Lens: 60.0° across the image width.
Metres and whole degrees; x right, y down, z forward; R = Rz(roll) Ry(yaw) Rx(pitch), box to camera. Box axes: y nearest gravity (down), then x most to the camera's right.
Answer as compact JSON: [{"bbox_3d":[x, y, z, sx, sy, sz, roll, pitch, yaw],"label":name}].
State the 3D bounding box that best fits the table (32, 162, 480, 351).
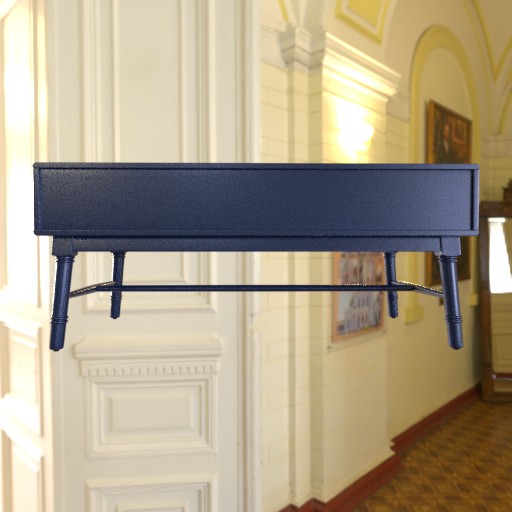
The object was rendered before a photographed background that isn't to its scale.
[{"bbox_3d":[0.000,0.000,1.347,1.067,0.457,0.572,0,1,-1],"label":"table"}]
